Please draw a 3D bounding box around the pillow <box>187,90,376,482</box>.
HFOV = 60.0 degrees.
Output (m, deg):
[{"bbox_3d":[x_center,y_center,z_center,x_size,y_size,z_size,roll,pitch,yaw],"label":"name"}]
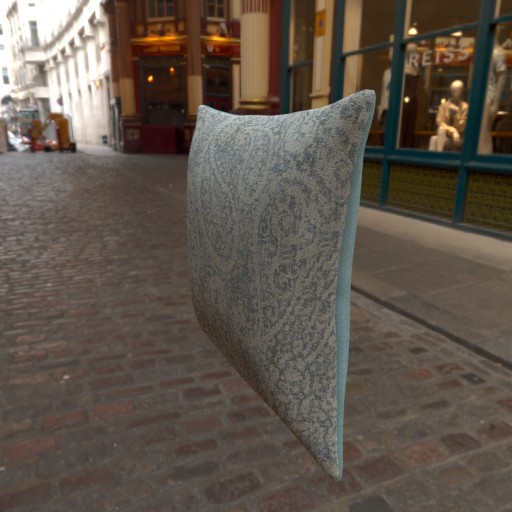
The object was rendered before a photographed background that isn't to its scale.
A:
[{"bbox_3d":[0.000,0.000,0.760,0.166,0.507,0.526,-8,19,-26],"label":"pillow"}]
